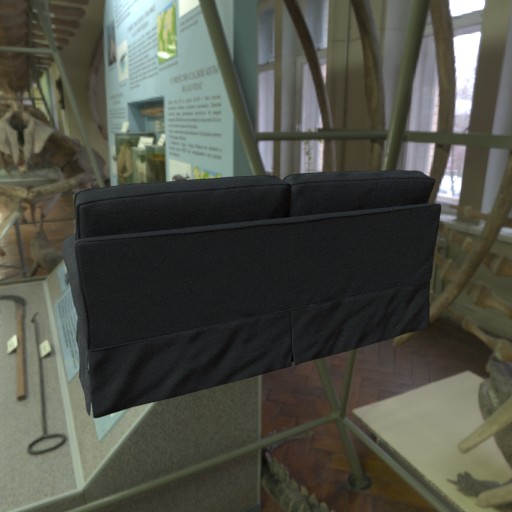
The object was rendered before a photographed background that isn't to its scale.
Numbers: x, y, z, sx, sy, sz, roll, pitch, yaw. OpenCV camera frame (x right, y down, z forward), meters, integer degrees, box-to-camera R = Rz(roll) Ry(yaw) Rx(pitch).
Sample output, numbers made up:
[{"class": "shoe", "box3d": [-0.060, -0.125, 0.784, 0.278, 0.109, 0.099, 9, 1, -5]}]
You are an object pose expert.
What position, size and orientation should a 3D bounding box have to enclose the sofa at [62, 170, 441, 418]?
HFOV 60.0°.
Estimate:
[{"class": "sofa", "box3d": [0.000, 0.000, 2.844, 2.256, 1.094, 0.983, -8, 18, -26]}]
